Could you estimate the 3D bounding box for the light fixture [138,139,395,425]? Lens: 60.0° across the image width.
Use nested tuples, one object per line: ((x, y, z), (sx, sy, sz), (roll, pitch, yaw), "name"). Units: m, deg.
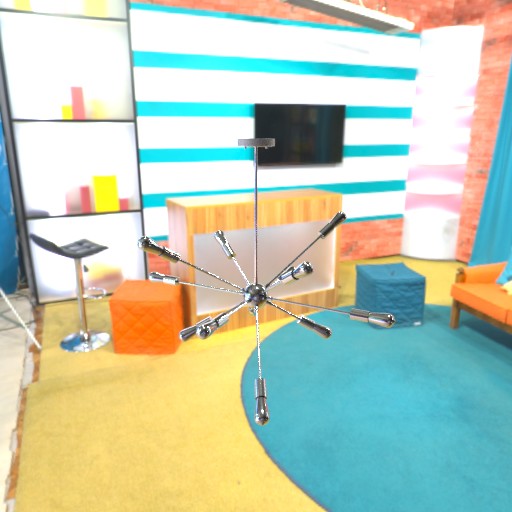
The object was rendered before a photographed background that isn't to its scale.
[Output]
((0.000, 0.000, 1.091), (0.684, 0.558, 0.509), (8, 18, 26), "light fixture")
